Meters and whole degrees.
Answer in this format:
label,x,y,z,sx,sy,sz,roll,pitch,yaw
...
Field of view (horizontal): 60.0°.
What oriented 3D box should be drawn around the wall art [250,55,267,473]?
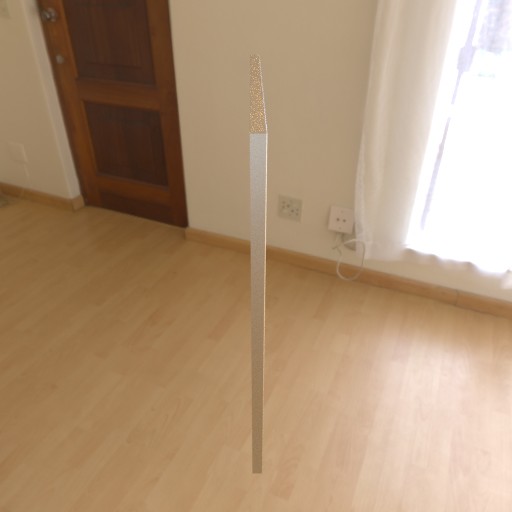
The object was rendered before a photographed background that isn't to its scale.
label,x,y,z,sx,sy,sz,roll,pitch,yaw
wall art,0.000,0.000,1.402,0.030,1.046,0.816,0,33,-1
